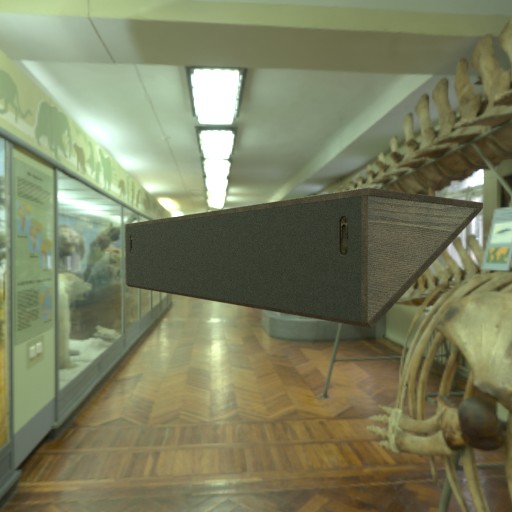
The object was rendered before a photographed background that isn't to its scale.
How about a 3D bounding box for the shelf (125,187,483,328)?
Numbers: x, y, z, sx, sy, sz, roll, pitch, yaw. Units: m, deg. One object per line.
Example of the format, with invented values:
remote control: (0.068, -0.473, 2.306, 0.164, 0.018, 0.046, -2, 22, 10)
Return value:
shelf: (0.000, 0.000, 0.695, 0.200, 0.125, 0.610, 0, 0, -36)
